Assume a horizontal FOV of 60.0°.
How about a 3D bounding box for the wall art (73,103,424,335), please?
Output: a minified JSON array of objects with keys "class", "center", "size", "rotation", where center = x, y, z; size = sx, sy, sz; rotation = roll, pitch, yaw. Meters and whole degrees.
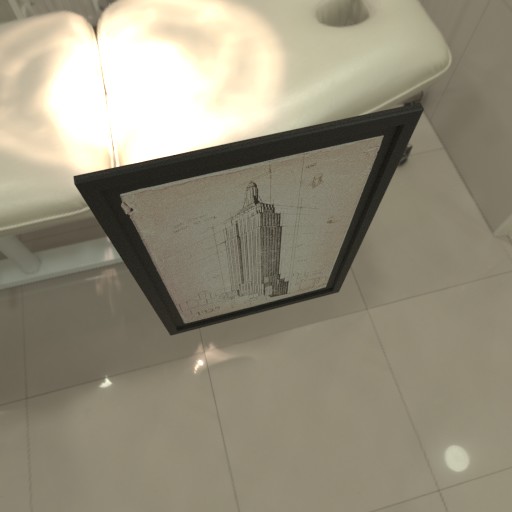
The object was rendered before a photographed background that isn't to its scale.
[{"class":"wall art","center":[0.000,0.000,0.853],"size":[0.451,0.661,0.012],"rotation":[-14,65,-7]}]
